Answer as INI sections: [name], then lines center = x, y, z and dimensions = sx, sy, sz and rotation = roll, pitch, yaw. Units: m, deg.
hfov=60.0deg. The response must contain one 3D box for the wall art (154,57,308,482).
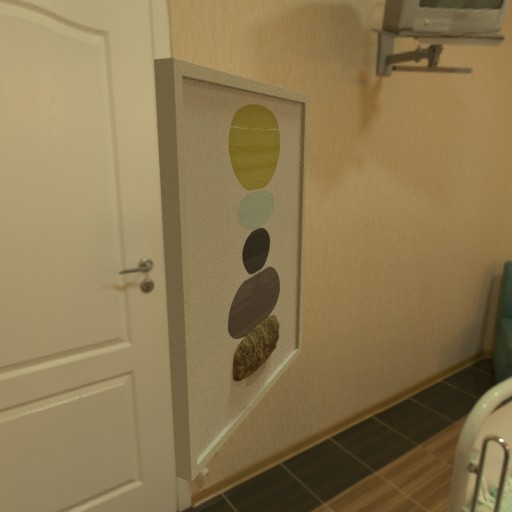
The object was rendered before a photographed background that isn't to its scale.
[wall art]
center = 0.000, 0.000, 1.036
dimensions = 0.055, 0.763, 0.611
rotation = 7, 16, 25
